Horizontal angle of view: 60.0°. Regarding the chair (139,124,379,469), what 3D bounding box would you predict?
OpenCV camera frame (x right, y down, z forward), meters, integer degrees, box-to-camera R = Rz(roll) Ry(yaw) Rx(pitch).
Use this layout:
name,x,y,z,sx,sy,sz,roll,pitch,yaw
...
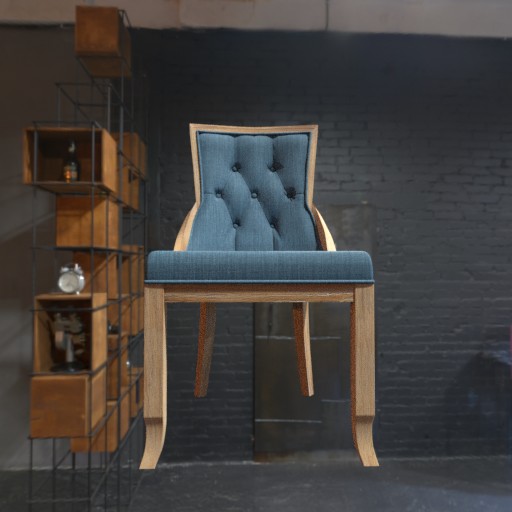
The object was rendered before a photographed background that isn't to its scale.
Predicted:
name,x,y,z,sx,sy,sz,roll,pitch,yaw
chair,0.000,0.000,1.299,0.524,0.947,0.641,0,-1,-2
